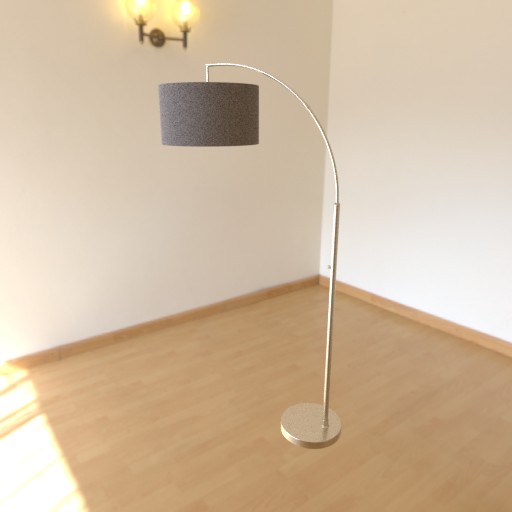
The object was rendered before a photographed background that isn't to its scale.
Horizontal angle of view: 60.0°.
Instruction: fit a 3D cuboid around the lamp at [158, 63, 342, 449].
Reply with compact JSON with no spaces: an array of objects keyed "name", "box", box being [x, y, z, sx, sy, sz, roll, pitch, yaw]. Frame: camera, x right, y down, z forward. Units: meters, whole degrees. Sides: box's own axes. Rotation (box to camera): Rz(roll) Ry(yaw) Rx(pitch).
[{"name":"lamp","box":[0.000,0.000,2.133,0.934,1.735,0.452,9,19,27]}]
